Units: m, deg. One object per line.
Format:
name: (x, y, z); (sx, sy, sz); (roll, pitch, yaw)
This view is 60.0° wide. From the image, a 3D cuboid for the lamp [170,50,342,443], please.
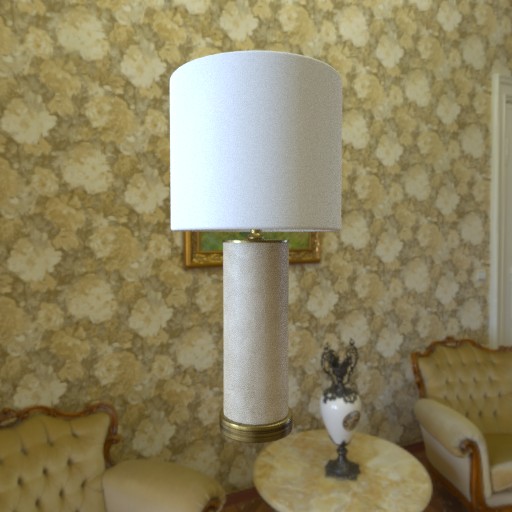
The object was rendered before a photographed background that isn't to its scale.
lamp: (0.000, 0.000, 0.810); (0.305, 0.634, 0.305); (1, 3, 20)
